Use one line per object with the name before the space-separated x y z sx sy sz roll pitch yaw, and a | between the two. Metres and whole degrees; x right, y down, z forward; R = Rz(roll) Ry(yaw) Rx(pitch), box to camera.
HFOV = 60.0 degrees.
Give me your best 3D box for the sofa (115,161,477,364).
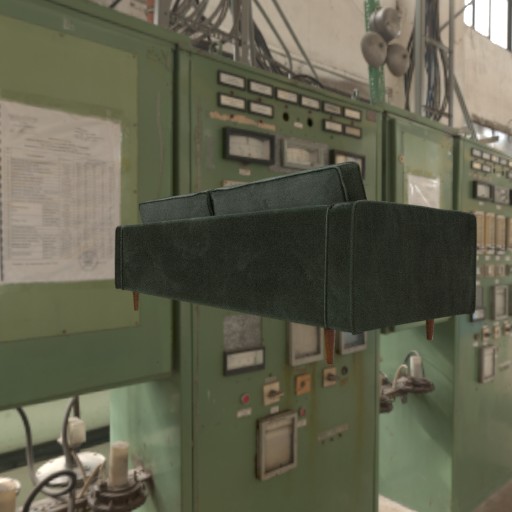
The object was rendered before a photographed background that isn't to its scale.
sofa | 0.000 0.000 2.601 0.886 0.781 2.214 -1 1 -38
